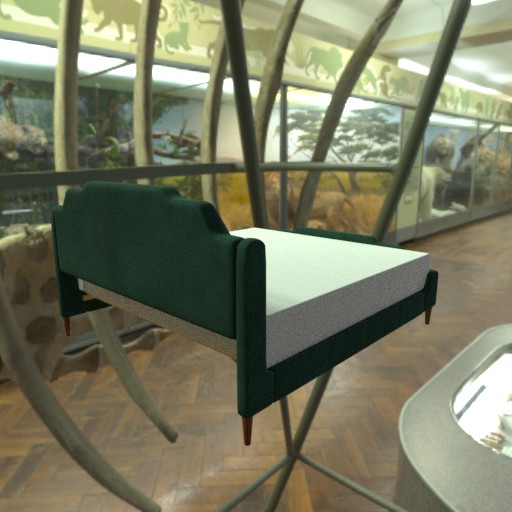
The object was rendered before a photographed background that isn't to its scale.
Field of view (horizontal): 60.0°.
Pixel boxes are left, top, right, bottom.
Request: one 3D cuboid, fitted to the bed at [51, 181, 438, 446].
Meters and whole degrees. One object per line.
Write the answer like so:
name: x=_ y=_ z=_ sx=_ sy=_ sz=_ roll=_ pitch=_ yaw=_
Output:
bed: x=0.000 y=0.000 z=3.550 sx=2.074 sy=1.245 sz=2.340 roll=12 pitch=17 yaw=42
